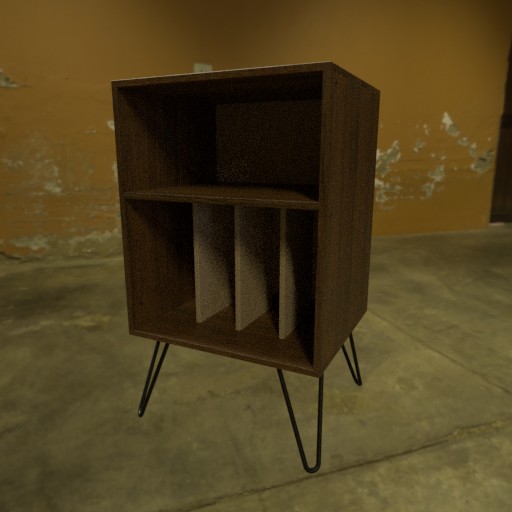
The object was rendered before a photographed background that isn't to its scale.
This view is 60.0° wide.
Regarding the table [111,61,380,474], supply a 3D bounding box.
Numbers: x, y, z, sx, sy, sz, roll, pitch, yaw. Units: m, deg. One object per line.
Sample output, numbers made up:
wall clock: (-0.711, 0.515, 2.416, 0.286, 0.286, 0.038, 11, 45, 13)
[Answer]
table: (0.000, 0.000, 1.199, 0.526, 0.866, 0.457, 6, 15, 25)
